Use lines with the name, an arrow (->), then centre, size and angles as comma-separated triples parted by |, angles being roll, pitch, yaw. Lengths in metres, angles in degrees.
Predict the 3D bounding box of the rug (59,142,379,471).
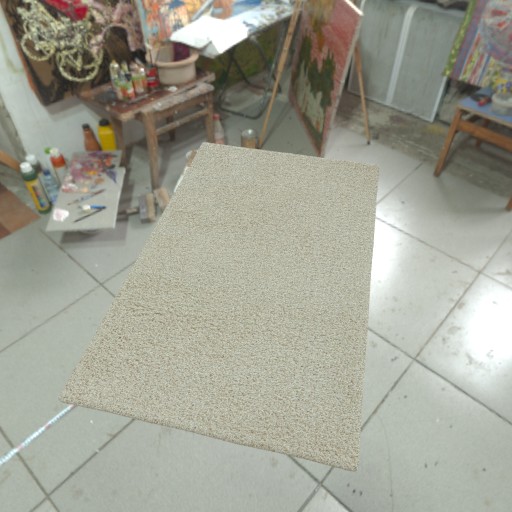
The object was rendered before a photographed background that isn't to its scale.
rug -> 0.000, 0.000, 2.964 | 1.524, 0.030, 2.438 | 10, 48, 9
